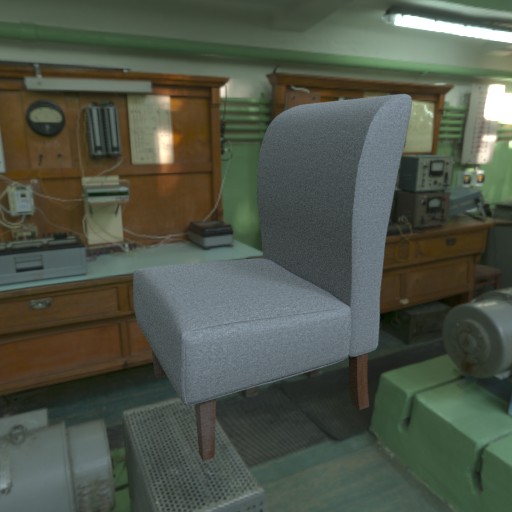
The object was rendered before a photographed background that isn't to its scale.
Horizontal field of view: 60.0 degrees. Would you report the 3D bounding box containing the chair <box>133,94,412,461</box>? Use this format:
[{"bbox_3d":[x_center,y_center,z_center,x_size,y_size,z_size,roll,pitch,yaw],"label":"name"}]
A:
[{"bbox_3d":[0.000,0.000,1.182,0.592,0.804,0.513,-8,17,-26],"label":"chair"}]
